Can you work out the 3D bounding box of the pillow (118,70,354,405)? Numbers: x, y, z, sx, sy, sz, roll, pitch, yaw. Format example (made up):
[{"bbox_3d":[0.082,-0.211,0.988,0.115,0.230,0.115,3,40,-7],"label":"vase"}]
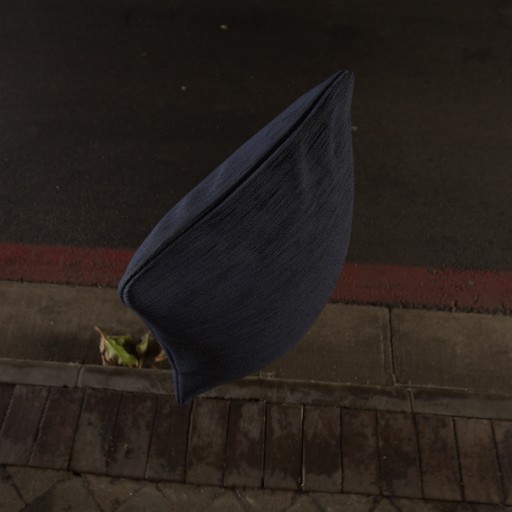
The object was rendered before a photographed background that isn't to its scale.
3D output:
[{"bbox_3d":[0.000,0.000,0.679,0.246,0.414,0.432,32,63,19],"label":"pillow"}]
